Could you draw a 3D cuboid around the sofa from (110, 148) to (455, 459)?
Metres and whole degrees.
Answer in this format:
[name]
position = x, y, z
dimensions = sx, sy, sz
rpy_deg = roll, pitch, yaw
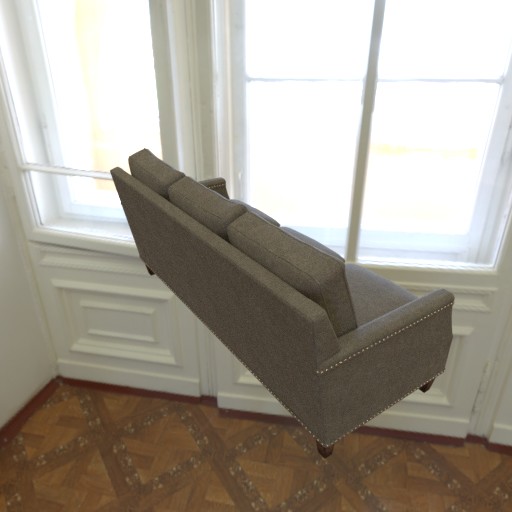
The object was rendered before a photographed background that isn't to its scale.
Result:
[sofa]
position = 0.000, 0.000, 2.795
dimensions = 1.034, 1.042, 2.226
rpy_deg = -18, 33, -30
